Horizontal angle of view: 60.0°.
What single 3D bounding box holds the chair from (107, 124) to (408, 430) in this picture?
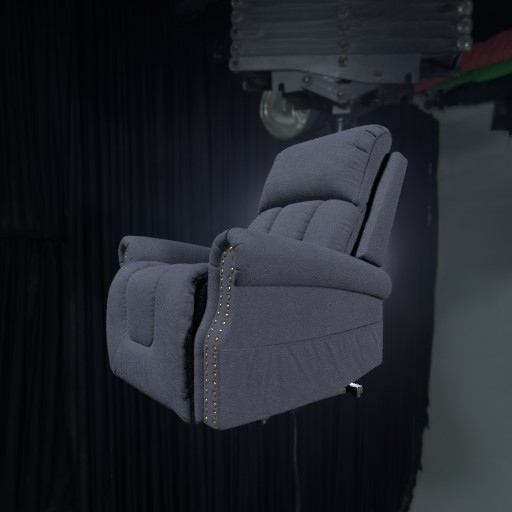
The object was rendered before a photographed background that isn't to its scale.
[{"bbox_3d":[0.000,0.000,1.693,0.979,1.031,0.871,0,1,-37],"label":"chair"}]
